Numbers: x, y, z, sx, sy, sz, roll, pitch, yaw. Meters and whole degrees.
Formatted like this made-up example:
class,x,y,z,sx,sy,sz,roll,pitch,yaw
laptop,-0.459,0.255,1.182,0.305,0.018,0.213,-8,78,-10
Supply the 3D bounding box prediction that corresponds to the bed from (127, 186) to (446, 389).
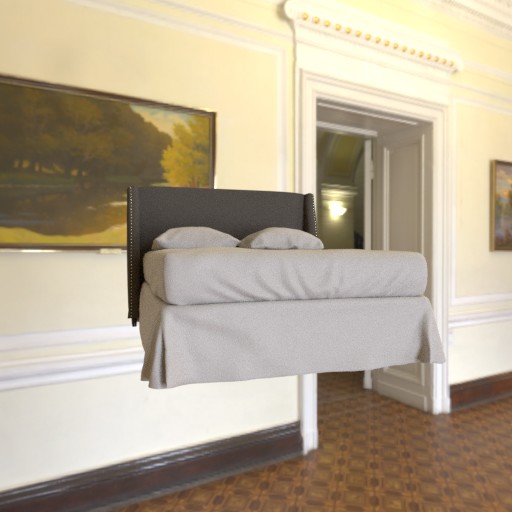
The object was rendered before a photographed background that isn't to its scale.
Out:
class,x,y,z,sx,sy,sz,roll,pitch,yaw
bed,0.000,0.000,3.493,1.925,1.332,2.276,0,1,-17
